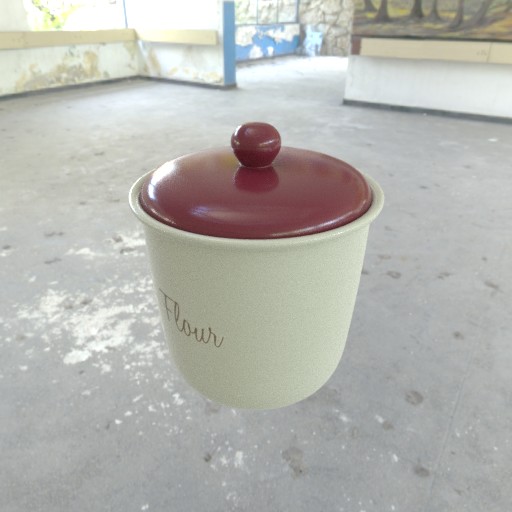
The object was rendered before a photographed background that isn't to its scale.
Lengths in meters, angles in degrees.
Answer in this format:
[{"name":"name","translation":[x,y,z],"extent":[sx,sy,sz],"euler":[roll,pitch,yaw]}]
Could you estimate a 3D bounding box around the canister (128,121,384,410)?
[{"name":"canister","translation":[0.000,0.000,0.352],"extent":[0.182,0.208,0.182],"euler":[0,29,0]}]
